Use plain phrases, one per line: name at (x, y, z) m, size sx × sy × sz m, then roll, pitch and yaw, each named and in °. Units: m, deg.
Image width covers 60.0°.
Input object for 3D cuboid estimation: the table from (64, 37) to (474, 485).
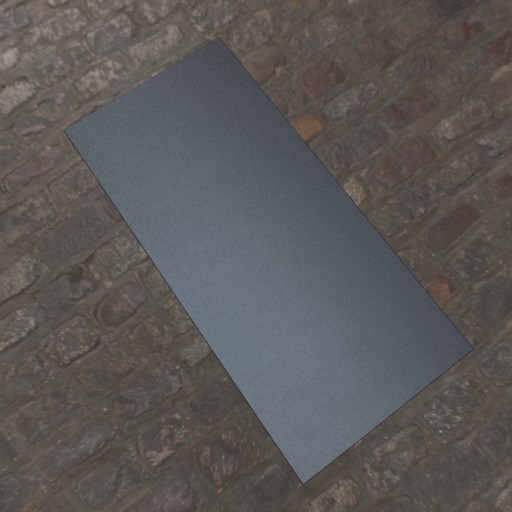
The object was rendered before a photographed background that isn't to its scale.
table at (0.000, 0.000, 1.285) m, size 0.483 × 0.457 × 1.016 m, roll -35°, pitch 79°, yaw -8°
